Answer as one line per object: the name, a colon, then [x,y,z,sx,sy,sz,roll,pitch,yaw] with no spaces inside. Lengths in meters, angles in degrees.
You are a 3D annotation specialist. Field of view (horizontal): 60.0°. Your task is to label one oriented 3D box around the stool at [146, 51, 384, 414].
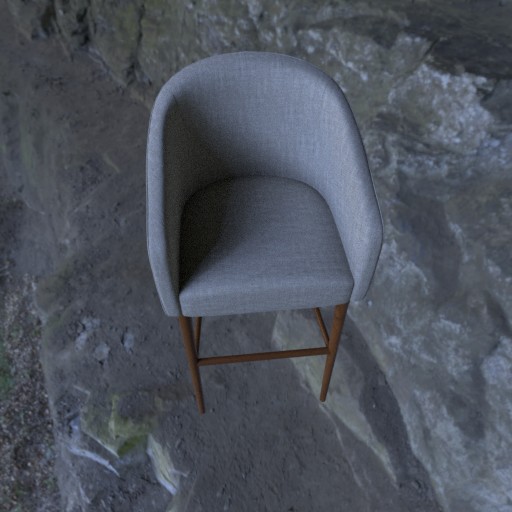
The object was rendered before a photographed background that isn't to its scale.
stool: [0.000,0.000,1.456,0.559,1.078,0.607,-4,47,-4]
